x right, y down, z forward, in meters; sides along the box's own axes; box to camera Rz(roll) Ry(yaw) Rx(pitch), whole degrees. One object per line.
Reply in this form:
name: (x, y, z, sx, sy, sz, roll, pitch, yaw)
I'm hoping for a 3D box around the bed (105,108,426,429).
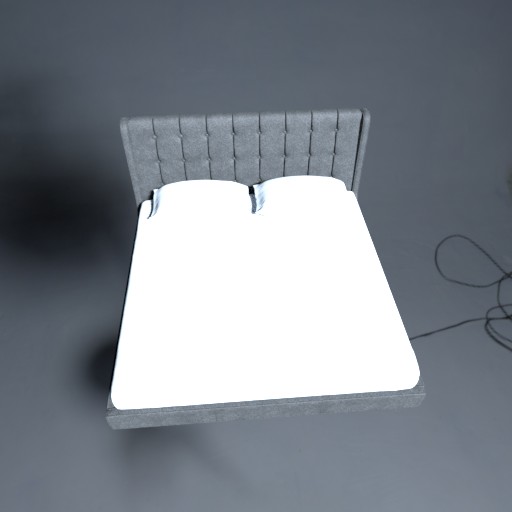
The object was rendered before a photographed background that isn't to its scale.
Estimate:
bed: (0.000, 0.000, 2.526, 1.531, 0.933, 1.638, -3, 46, -3)
